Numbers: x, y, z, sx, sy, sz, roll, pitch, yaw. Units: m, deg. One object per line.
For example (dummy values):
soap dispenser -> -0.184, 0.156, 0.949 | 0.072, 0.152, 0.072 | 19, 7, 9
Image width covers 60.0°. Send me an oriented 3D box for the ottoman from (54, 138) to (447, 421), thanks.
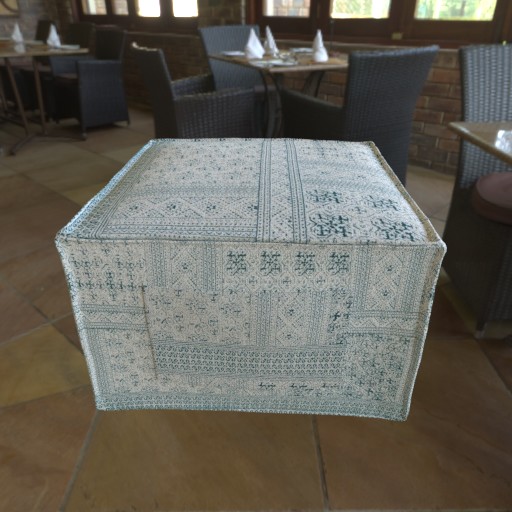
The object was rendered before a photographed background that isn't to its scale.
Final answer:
ottoman -> 0.000, 0.000, 1.026 | 0.617, 0.439, 0.626 | 1, 29, 2
